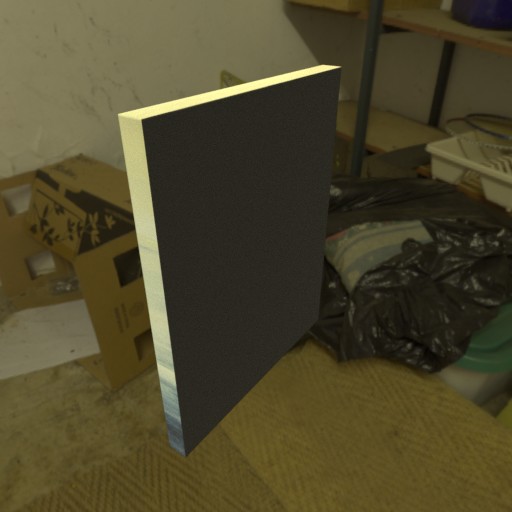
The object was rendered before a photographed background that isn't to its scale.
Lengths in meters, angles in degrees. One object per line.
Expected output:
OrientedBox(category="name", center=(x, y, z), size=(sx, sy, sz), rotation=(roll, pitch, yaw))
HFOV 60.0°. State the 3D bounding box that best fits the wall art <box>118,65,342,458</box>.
OrientedBox(category="wall art", center=(0.000, 0.000, 0.831), size=(0.040, 0.608, 0.489), rotation=(21, 37, 30))
